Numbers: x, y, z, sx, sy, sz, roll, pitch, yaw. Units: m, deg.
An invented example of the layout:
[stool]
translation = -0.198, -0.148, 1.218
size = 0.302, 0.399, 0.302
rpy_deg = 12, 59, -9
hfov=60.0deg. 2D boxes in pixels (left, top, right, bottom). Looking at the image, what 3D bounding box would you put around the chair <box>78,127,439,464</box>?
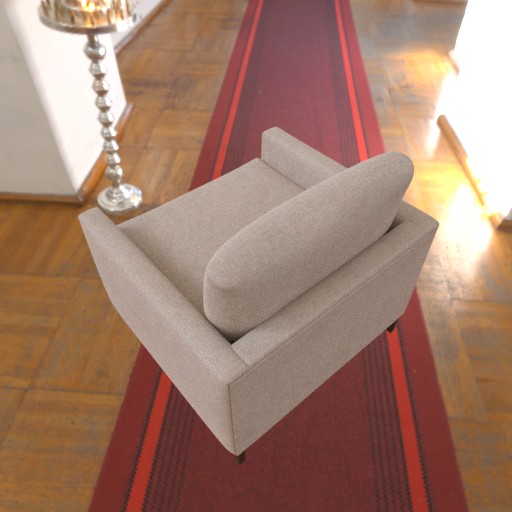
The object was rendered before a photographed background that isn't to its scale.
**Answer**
[chair]
translation = 0.000, 0.000, 1.662
size = 0.963, 0.861, 0.866
rpy_deg = -31, 53, -27
